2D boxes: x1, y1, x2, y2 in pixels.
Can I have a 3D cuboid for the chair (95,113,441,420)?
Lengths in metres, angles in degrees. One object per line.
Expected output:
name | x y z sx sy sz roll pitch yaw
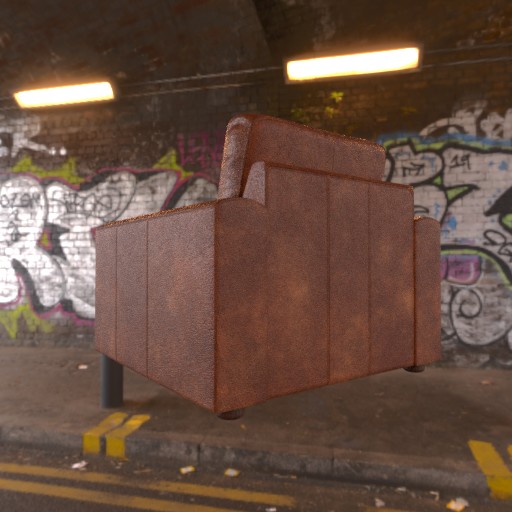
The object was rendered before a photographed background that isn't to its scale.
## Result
chair | 0.000 0.000 1.785 1.005 0.873 1.016 1 -1 -36
